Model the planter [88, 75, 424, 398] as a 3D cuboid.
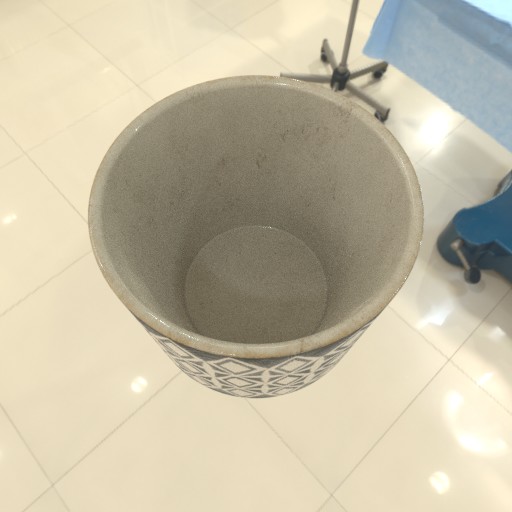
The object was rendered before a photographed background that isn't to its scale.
[{"bbox_3d":[0.000,0.000,0.330,0.192,0.165,0.192,0,63,0],"label":"planter"}]
